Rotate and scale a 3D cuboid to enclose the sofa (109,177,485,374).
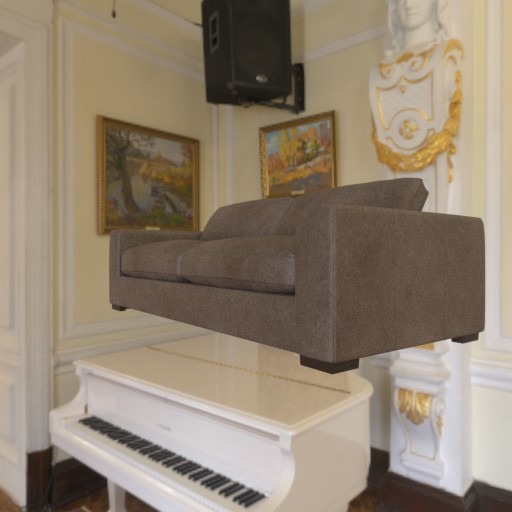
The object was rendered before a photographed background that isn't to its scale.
[{"bbox_3d":[0.000,0.000,2.690,1.070,0.801,2.262,0,0,-37],"label":"sofa"}]
